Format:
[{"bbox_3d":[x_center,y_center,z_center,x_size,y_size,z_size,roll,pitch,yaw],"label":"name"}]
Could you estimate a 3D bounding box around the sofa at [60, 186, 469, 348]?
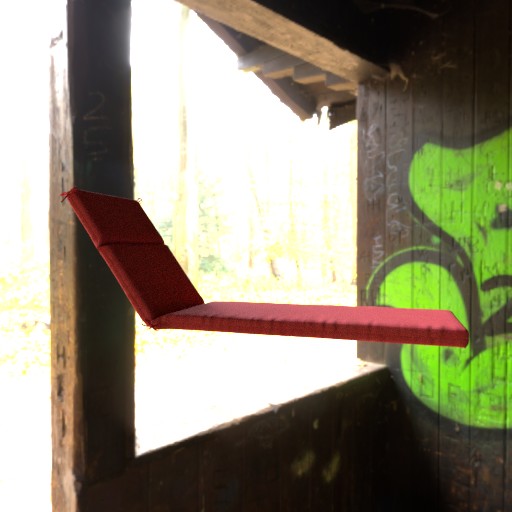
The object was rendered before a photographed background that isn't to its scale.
[{"bbox_3d":[0.000,0.000,1.967,1.663,0.622,0.582,0,1,18],"label":"sofa"}]
